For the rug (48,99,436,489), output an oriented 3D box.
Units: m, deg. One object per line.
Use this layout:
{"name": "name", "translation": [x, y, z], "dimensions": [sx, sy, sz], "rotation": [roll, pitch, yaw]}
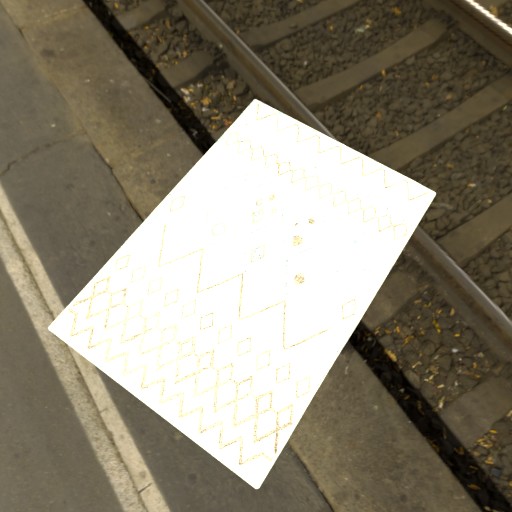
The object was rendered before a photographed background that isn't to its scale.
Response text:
{"name": "rug", "translation": [0.000, 0.000, 2.364], "dimensions": [1.260, 0.009, 1.820], "rotation": [32, 69, 14]}
